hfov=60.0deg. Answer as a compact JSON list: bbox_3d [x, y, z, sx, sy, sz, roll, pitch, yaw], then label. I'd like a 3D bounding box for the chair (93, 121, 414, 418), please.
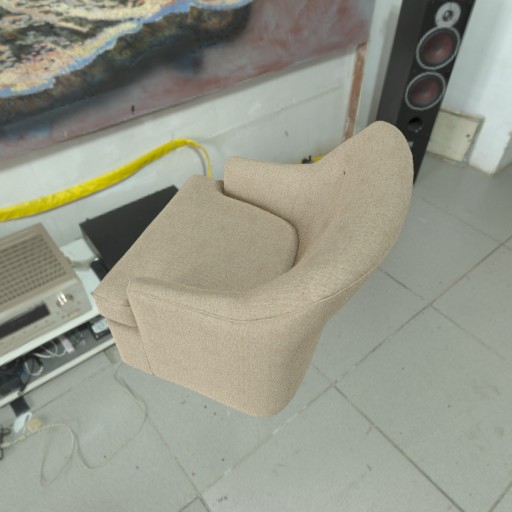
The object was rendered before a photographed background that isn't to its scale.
[{"bbox_3d":[0.000,0.000,1.619,0.923,0.856,0.864,15,47,15],"label":"chair"}]
